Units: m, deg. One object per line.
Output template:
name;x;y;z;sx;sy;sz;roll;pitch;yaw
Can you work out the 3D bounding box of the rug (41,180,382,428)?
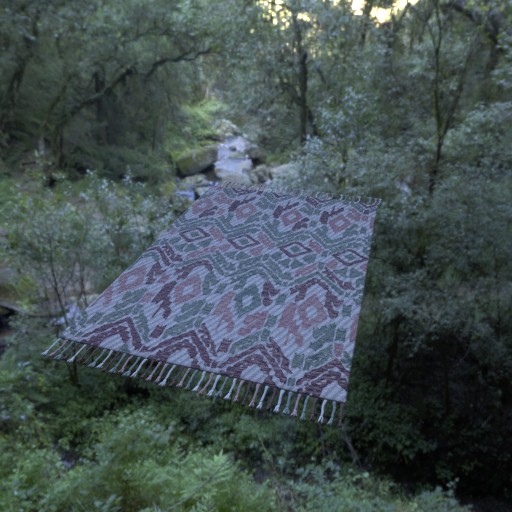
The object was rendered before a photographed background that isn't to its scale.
rug;0.000;0.000;2.985;1.524;0.011;2.438;9;32;14
